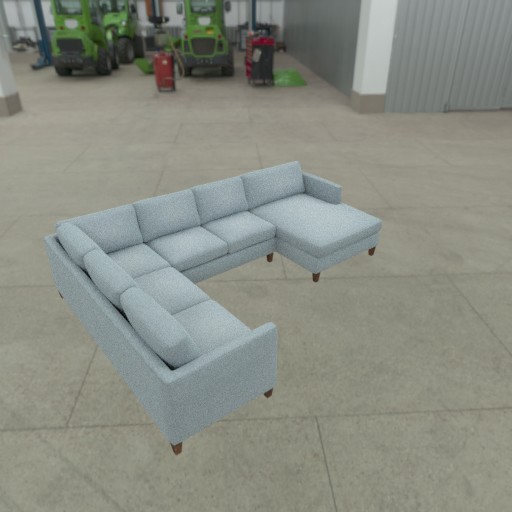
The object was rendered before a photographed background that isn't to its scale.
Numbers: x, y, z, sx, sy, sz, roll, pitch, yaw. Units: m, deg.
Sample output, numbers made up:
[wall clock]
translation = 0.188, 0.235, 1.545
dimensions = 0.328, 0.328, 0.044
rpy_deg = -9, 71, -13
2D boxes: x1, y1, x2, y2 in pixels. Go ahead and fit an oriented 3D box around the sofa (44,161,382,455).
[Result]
[sofa]
translation = 0.000, 0.000, 4.539
dimensions = 3.403, 0.889, 2.551
rpy_deg = -21, 36, -33
